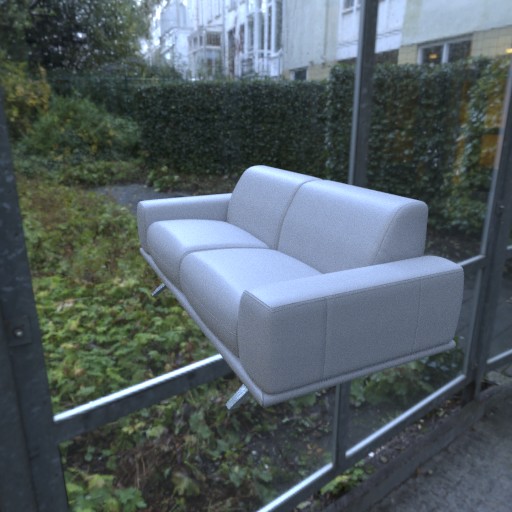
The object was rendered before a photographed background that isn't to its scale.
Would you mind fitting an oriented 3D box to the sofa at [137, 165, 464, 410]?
[{"bbox_3d":[0.000,0.000,2.355,0.900,0.772,1.901,-9,20,-25],"label":"sofa"}]
